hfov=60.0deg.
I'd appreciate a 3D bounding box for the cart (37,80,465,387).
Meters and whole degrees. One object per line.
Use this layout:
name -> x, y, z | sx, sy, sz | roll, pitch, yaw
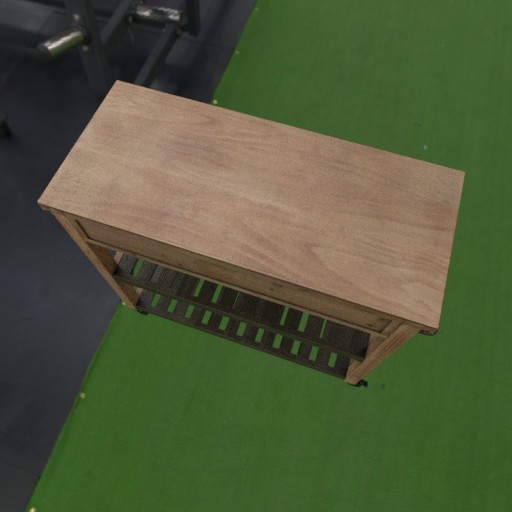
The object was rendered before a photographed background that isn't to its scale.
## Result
cart -> 0.000, 0.000, 0.980 | 0.686, 0.554, 0.298 | 17, 66, 8
